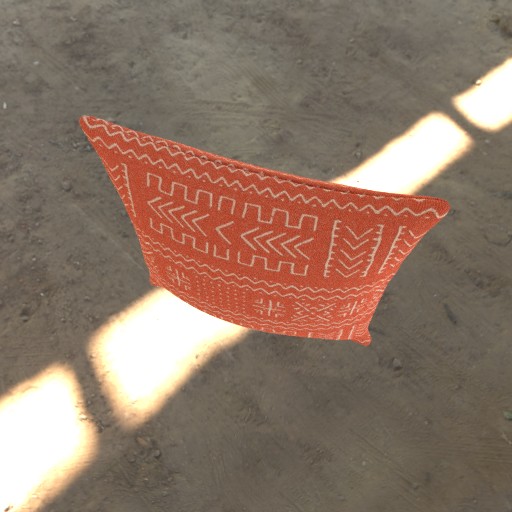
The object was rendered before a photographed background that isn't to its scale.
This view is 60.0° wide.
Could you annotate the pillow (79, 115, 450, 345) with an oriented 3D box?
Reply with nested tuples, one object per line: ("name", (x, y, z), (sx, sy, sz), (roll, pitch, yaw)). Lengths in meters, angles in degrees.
("pillow", (0.000, 0.000, 0.671), (0.438, 0.429, 0.164), (15, 60, 9))
